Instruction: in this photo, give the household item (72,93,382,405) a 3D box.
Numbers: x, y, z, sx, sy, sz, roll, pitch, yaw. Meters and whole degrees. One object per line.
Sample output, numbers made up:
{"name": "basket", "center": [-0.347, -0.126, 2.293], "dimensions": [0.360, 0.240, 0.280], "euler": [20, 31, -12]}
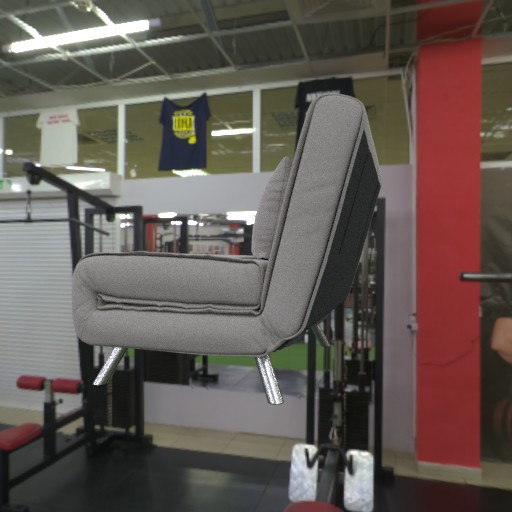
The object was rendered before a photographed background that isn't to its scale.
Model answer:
{"name": "household item", "center": [0.000, 0.000, 1.659], "dimensions": [0.874, 0.800, 1.000], "euler": [0, 0, 18]}
